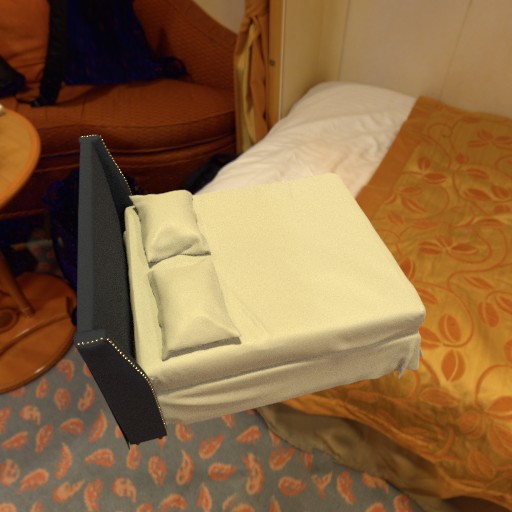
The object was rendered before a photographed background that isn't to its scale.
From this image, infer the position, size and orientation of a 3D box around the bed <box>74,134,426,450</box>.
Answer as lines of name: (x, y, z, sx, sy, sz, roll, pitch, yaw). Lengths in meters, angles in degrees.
bed: (0.000, 0.000, 3.361, 2.276, 1.332, 1.925, -11, 47, -10)
